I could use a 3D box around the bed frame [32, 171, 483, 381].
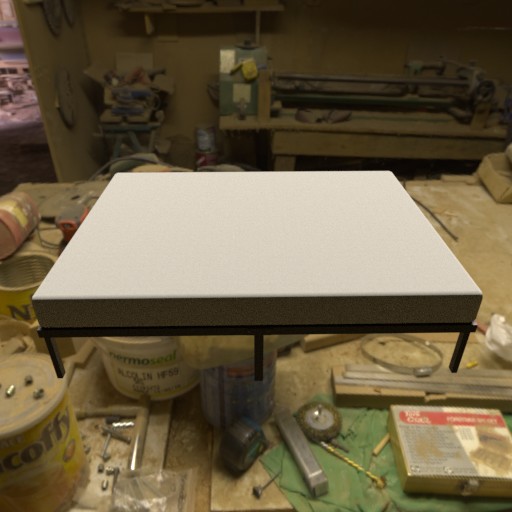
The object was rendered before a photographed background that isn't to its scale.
[{"bbox_3d":[0.000,0.000,3.532,2.635,0.680,1.990,-1,32,-1],"label":"bed frame"}]
